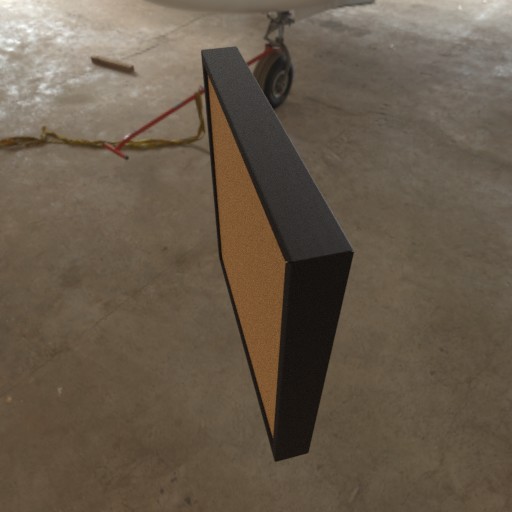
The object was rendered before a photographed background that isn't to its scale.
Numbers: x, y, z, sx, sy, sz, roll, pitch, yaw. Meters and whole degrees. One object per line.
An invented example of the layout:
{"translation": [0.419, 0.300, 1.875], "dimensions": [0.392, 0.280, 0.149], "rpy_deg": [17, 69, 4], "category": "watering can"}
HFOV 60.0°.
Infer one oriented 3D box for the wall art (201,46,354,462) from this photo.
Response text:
{"translation": [0.000, 0.000, 0.458], "dimensions": [0.037, 0.305, 0.305], "rpy_deg": [-10, 47, -10], "category": "wall art"}
